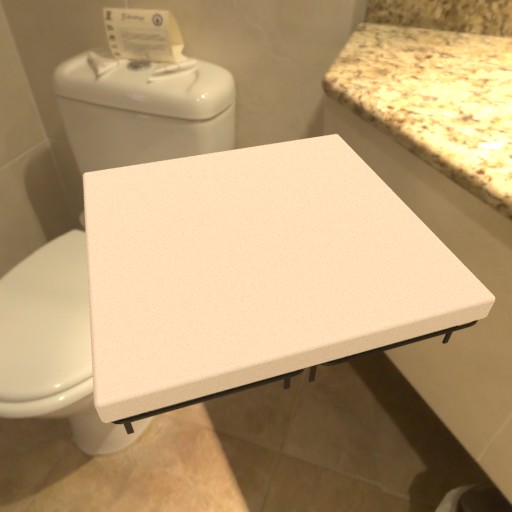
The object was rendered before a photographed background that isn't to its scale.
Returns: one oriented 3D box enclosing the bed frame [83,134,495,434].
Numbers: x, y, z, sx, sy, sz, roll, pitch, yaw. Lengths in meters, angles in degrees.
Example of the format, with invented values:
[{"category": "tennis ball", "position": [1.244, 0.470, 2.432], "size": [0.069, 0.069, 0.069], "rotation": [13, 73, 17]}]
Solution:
[{"category": "bed frame", "position": [0.000, 0.000, 2.928], "size": [2.033, 0.525, 1.935], "rotation": [-12, 44, -13]}]
